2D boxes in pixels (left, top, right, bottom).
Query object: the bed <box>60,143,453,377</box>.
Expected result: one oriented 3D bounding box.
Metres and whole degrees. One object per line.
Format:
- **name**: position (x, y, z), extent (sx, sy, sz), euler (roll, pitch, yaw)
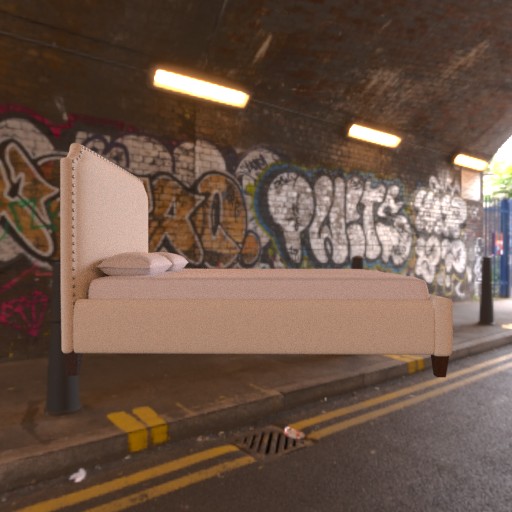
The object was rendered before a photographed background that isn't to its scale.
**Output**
- **bed**: position (0.000, 0.000, 3.477), extent (2.372, 1.443, 1.712), euler (0, 0, 1)
